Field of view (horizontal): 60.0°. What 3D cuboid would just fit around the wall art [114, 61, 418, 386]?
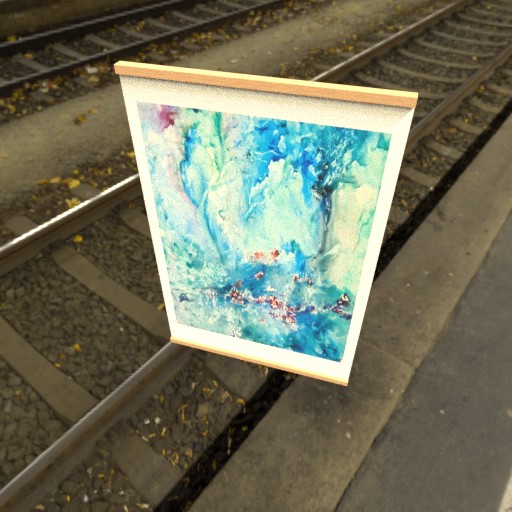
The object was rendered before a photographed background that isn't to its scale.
[{"bbox_3d":[0.000,0.000,1.288,0.669,1.020,0.027,11,43,12],"label":"wall art"}]
